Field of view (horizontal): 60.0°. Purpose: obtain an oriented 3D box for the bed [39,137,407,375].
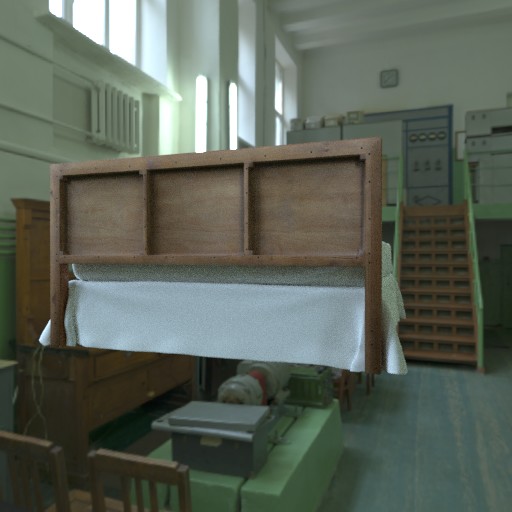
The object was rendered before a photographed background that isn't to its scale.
[{"bbox_3d":[0.000,0.000,3.465,2.255,1.158,2.165,0,0,19],"label":"bed"}]
